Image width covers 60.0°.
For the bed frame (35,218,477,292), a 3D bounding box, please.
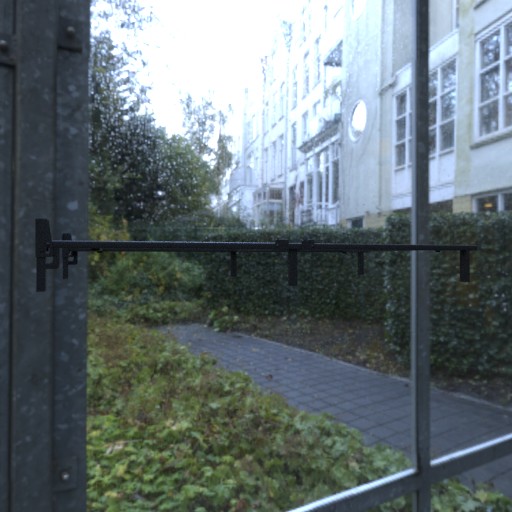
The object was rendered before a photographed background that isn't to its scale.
[{"bbox_3d":[0.000,0.000,2.257,1.897,0.248,0.968,0,0,-18],"label":"bed frame"}]
